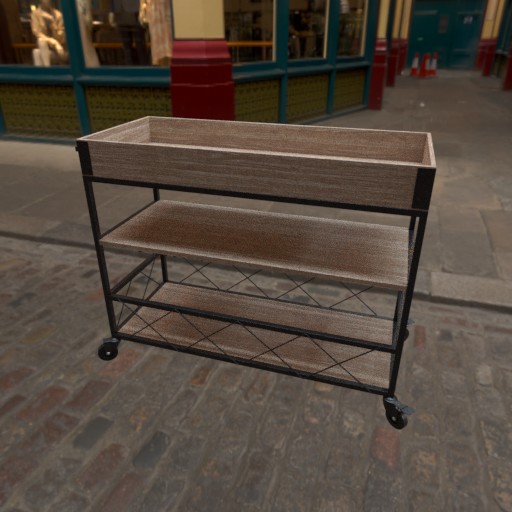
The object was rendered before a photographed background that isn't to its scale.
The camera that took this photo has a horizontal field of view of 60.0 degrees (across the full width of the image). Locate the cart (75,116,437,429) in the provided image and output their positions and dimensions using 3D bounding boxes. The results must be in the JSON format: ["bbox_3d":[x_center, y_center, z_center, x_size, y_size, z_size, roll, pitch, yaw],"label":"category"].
[{"bbox_3d":[0.000,0.000,1.473,1.101,0.787,0.500,8,28,16],"label":"cart"}]
